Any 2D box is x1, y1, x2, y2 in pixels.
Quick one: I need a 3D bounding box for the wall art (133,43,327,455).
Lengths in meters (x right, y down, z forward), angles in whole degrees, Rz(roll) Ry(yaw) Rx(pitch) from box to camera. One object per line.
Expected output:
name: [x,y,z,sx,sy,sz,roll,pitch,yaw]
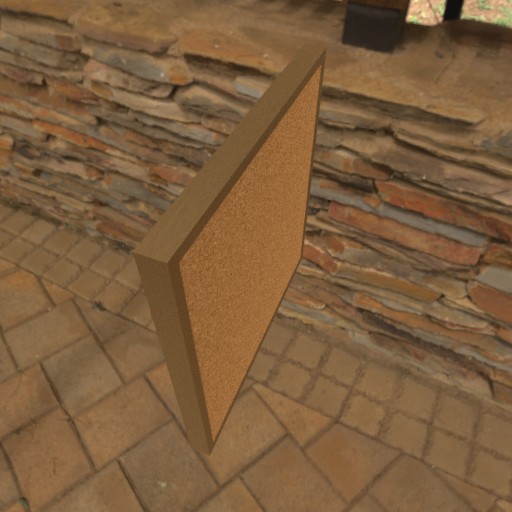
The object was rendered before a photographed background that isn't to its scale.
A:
wall art: [0.000,0.000,0.755,0.037,0.509,0.510,17,50,15]
